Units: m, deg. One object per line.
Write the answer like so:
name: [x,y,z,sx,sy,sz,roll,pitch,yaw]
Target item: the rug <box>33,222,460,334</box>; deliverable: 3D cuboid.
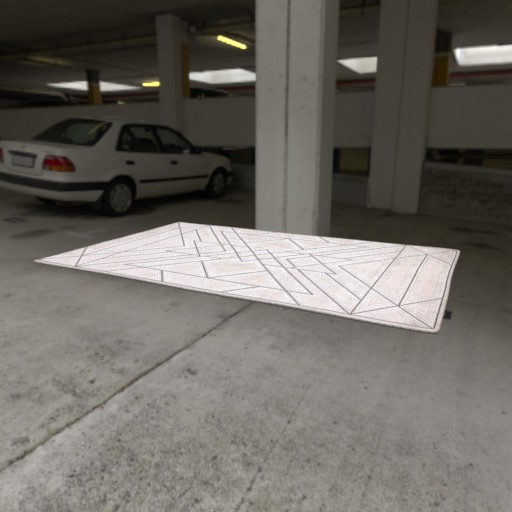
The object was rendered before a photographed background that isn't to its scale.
rug: [0.000,0.000,3.013,2.459,0.023,1.575,7,16,26]
